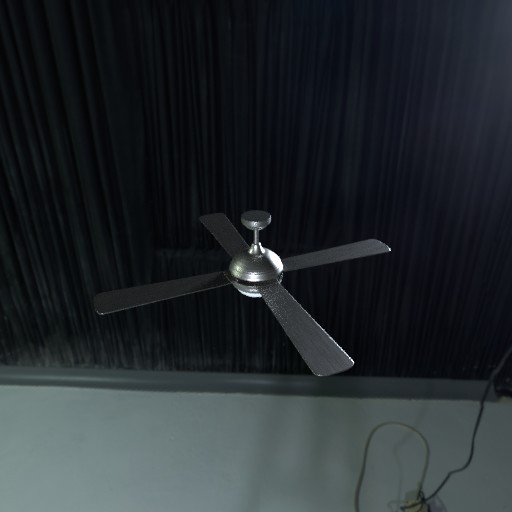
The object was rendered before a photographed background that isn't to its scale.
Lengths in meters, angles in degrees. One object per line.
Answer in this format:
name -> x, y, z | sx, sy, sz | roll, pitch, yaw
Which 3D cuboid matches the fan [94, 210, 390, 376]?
fan -> 0.000, 0.000, 1.946 | 1.321, 0.381, 1.321 | -1, 29, -2
